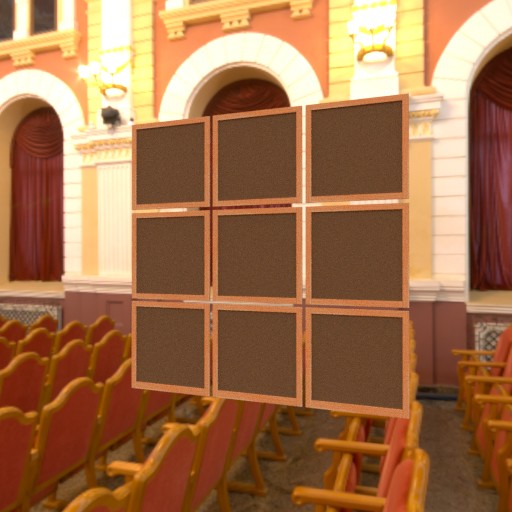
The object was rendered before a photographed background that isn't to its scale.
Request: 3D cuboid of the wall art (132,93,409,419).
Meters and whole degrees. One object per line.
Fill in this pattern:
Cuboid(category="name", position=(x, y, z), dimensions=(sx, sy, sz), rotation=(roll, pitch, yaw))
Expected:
Cuboid(category="wall art", position=(0.000, 0.000, 2.327), dimensions=(1.520, 1.525, 0.013), rotation=(0, 0, 19))
